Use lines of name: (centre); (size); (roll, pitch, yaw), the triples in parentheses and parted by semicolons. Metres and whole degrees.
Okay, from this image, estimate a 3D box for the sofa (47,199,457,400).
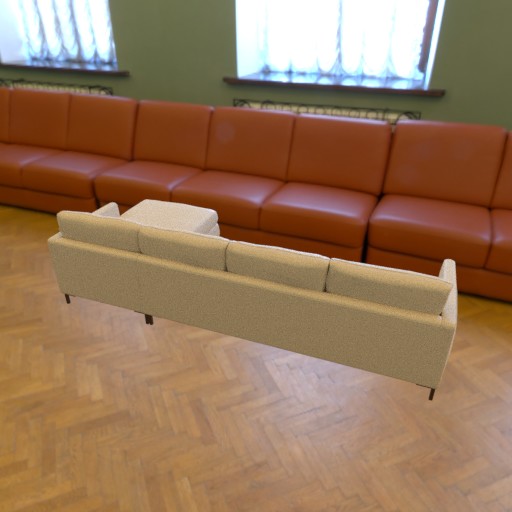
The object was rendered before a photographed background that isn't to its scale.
sofa: (0.000, 0.000, 3.278); (2.731, 0.755, 1.258); (11, 31, 18)
